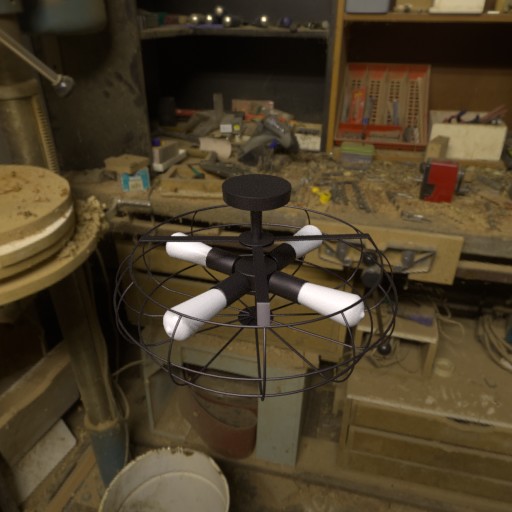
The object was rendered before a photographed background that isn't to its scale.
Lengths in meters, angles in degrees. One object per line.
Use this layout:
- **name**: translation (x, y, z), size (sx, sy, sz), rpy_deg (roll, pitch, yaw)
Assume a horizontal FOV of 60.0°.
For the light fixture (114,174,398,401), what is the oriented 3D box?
- **light fixture**: translation (0.000, 0.000, 0.912), size (0.582, 0.311, 0.582), rpy_deg (0, 30, 0)
